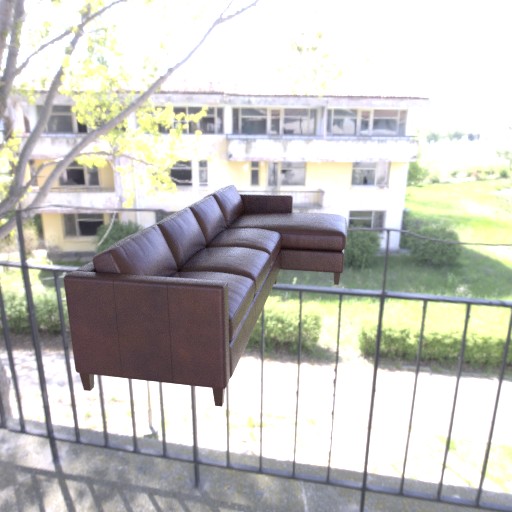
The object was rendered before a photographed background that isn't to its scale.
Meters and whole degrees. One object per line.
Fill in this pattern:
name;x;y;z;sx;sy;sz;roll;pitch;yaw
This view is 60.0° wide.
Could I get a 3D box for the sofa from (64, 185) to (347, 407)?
sofa;0.000;0.000;3.909;1.581;0.883;3.203;3;17;11
